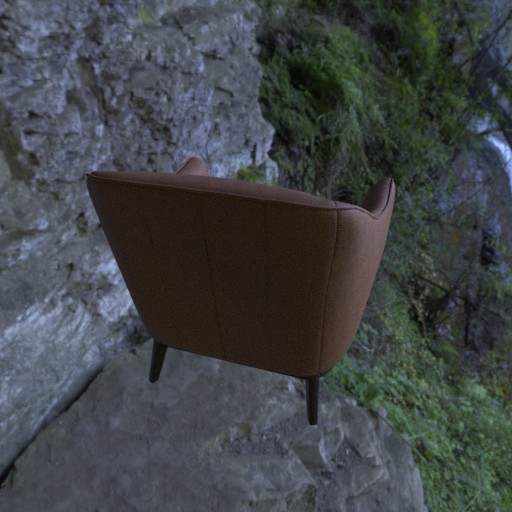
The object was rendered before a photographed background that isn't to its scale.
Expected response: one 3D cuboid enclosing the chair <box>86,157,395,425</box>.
[{"bbox_3d":[0.000,0.000,1.574,0.871,0.830,0.852,9,32,16],"label":"chair"}]
